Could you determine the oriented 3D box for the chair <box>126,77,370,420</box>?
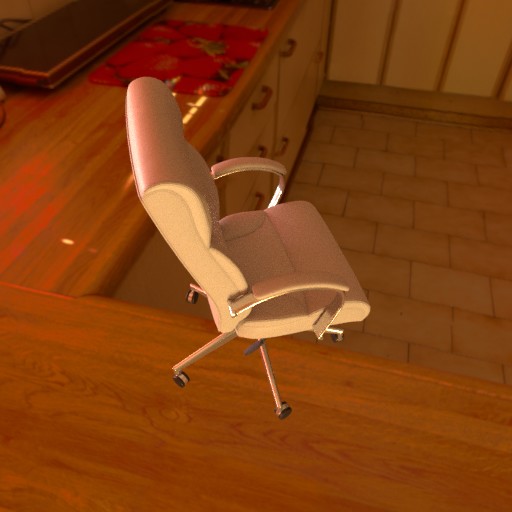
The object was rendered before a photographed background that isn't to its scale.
[{"bbox_3d":[0.000,0.000,1.556,0.745,1.099,0.727,-11,46,-10],"label":"chair"}]
